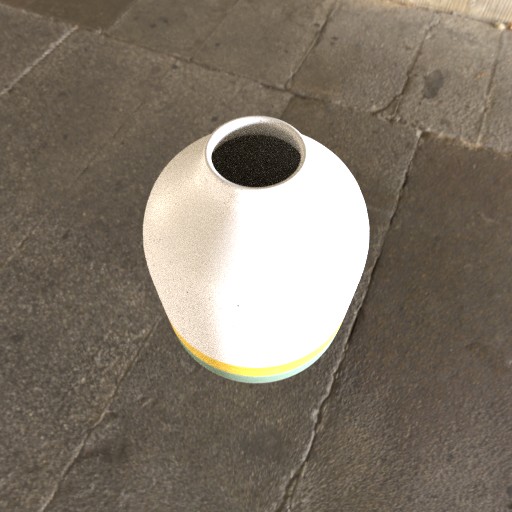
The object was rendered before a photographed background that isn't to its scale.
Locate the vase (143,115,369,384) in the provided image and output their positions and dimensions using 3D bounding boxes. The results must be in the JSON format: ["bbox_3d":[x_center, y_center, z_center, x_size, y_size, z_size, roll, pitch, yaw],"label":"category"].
[{"bbox_3d":[0.000,0.000,0.368,0.169,0.240,0.169,0,58,0],"label":"vase"}]
